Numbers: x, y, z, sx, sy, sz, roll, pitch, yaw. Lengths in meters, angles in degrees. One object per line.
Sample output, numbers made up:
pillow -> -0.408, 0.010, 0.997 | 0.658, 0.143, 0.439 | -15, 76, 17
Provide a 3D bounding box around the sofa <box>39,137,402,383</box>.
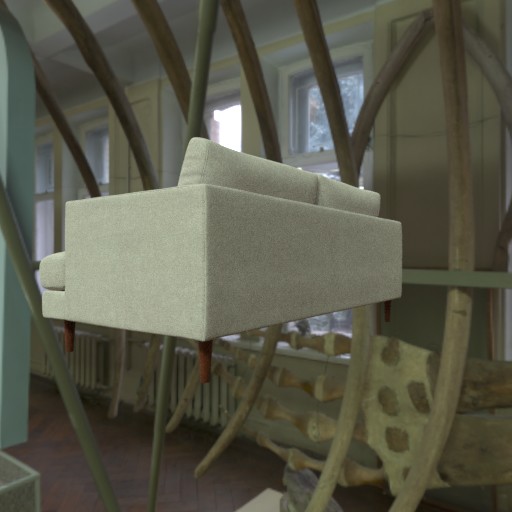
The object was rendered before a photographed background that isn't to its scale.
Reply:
sofa -> 0.000, 0.000, 2.482 | 1.020, 0.868, 1.948 | 0, 0, 36
